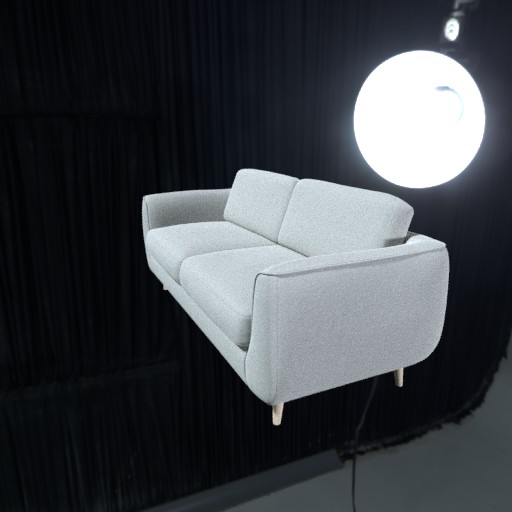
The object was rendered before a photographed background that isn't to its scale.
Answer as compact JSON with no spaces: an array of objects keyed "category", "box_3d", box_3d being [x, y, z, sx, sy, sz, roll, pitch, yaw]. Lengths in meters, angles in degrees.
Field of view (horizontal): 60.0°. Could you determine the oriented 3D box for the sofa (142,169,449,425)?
[{"category":"sofa","box_3d":[0.000,0.000,2.474,0.920,0.850,2.000,-7,17,-25]}]
